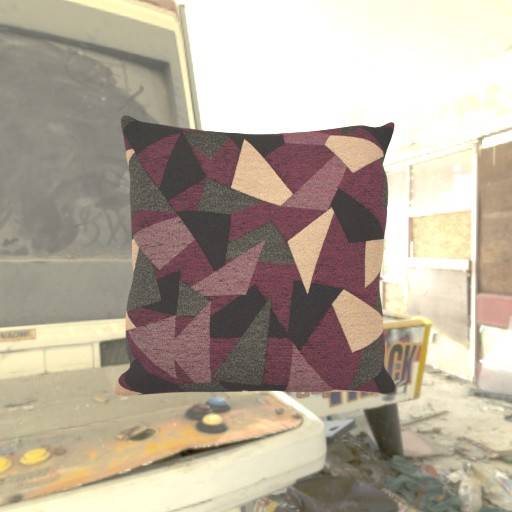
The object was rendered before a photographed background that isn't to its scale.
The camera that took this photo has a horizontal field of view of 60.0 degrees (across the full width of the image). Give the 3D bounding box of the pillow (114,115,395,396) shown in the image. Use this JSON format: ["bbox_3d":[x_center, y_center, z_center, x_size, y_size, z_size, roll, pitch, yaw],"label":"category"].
[{"bbox_3d":[0.000,0.000,0.786,0.503,0.496,0.208,0,1,-2],"label":"pillow"}]
